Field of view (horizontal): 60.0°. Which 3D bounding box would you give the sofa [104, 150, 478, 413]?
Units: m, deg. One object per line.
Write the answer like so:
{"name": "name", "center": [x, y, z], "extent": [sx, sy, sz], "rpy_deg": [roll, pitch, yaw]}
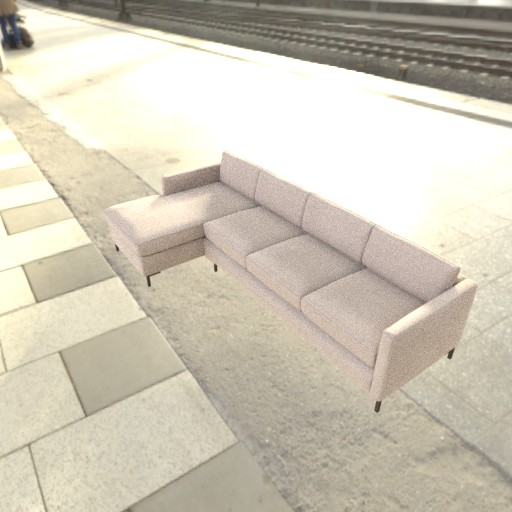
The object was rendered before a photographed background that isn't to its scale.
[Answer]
{"name": "sofa", "center": [0.000, 0.000, 3.570], "extent": [1.469, 0.816, 2.923], "rpy_deg": [-21, 38, -30]}
